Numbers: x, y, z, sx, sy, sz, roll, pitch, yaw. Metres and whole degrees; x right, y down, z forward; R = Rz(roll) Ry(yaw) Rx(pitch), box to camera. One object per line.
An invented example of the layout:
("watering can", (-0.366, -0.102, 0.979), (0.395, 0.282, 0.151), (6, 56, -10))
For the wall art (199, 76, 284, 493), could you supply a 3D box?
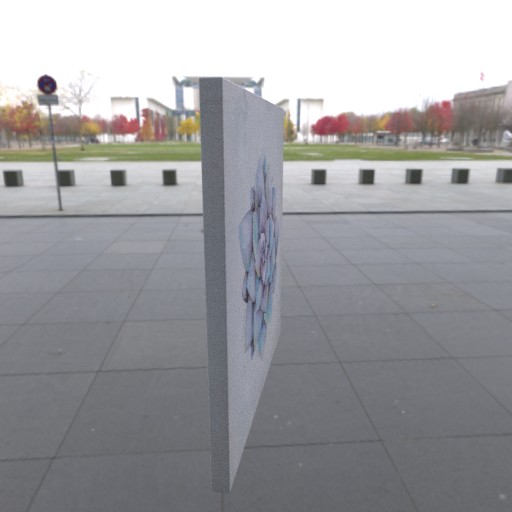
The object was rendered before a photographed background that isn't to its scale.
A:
("wall art", (0.000, 0.000, 1.133), (0.038, 0.762, 0.762), (3, 15, 10))
